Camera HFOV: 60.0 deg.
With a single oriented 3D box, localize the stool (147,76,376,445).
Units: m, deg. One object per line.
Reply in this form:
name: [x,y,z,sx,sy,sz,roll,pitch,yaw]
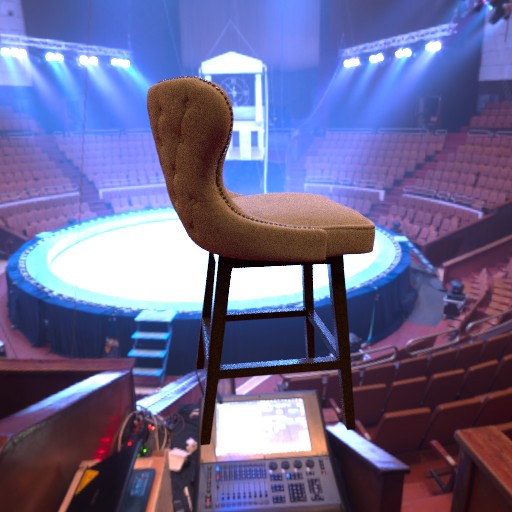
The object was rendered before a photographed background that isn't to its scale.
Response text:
stool: [0.000,0.000,1.363,0.597,0.972,0.615,-2,16,-9]
